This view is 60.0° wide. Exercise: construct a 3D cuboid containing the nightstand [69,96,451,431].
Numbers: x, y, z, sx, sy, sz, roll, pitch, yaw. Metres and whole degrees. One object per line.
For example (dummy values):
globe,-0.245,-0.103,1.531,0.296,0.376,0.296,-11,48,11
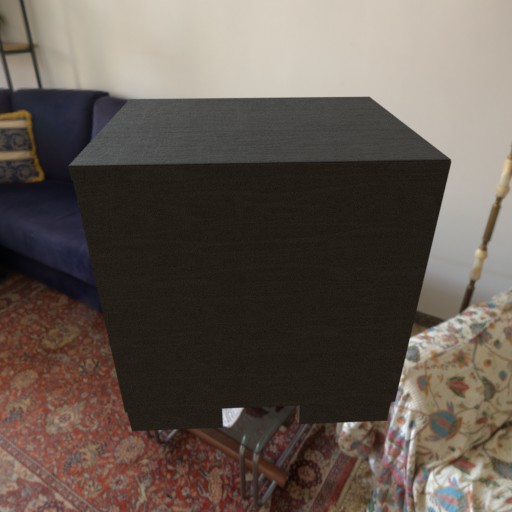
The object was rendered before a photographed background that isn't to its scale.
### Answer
nightstand,0.000,0.000,0.754,0.427,0.448,0.347,-1,31,-2
